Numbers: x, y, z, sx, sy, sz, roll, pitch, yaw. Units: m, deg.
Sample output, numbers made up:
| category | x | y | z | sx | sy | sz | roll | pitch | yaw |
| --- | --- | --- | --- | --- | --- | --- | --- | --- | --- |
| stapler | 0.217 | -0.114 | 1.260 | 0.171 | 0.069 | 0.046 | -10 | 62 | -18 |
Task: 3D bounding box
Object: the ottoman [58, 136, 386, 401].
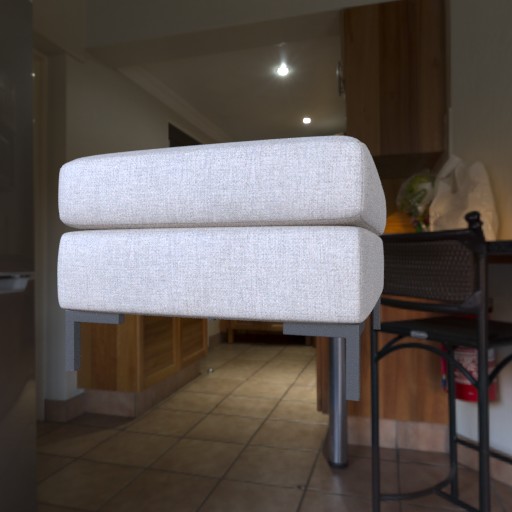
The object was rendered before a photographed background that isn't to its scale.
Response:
| category | x | y | z | sx | sy | sz | roll | pitch | yaw |
| --- | --- | --- | --- | --- | --- | --- | --- | --- | --- |
| ottoman | 0.000 | 0.000 | 1.220 | 0.671 | 0.490 | 0.820 | 0 | 1 | 18 |
